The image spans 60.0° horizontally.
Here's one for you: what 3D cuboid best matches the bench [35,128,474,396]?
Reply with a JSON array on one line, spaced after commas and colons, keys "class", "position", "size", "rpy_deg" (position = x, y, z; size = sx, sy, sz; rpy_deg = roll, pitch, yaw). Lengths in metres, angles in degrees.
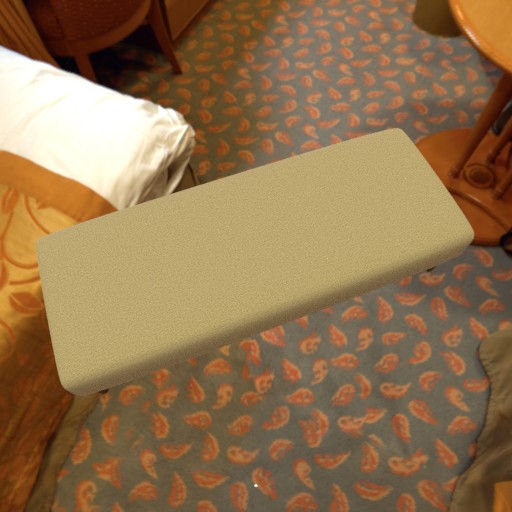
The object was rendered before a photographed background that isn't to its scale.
[{"class": "bench", "position": [0.000, 0.000, 1.854], "size": [1.609, 0.393, 0.646], "rpy_deg": [-19, 64, -10]}]
